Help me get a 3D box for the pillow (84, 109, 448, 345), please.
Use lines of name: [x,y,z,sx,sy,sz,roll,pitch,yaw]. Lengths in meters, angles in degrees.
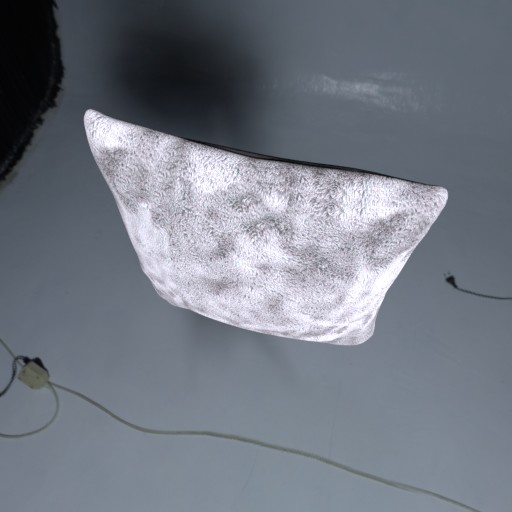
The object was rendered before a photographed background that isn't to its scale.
pillow: [0.000,0.000,0.799,0.522,0.520,0.204,13,59,8]
